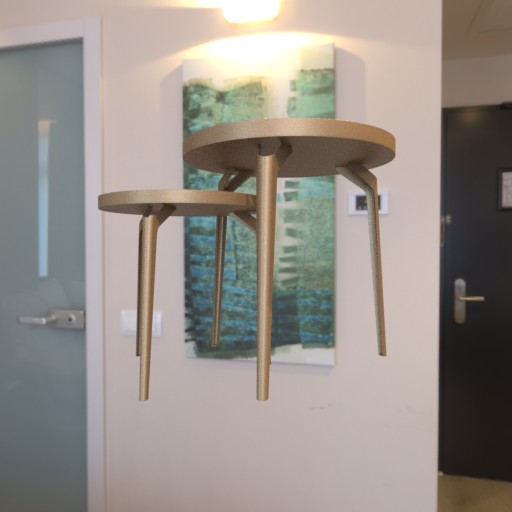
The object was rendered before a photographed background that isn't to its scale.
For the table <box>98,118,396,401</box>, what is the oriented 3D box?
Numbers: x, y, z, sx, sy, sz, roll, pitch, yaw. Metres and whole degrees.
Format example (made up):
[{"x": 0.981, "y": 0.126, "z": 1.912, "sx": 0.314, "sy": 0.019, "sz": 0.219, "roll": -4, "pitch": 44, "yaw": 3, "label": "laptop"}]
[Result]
[{"x": 0.000, "y": 0.000, "z": 1.120, "sx": 0.751, "sy": 0.555, "sz": 0.532, "roll": 0, "pitch": 1, "yaw": -16, "label": "table"}]
